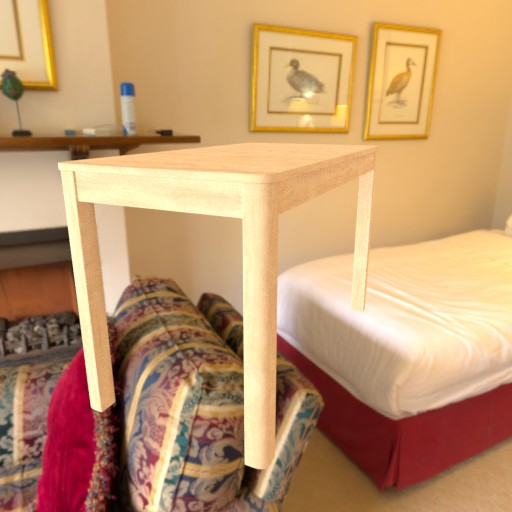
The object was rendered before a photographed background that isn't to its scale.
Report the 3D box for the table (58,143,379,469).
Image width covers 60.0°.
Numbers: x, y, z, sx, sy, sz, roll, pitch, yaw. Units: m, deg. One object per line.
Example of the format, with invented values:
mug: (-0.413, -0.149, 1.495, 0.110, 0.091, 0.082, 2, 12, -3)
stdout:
table: (0.000, 0.000, 1.969, 0.750, 0.900, 1.400, 8, 19, 25)
